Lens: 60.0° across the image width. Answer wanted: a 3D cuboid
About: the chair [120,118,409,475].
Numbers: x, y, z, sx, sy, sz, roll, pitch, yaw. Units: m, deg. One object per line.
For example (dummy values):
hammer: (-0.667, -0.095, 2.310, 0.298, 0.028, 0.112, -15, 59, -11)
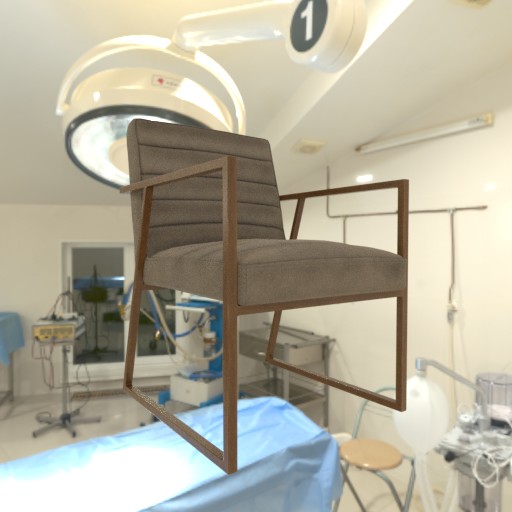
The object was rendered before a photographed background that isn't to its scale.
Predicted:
chair: (0.000, 0.000, 1.283, 0.578, 0.843, 0.682, -1, 2, -35)
